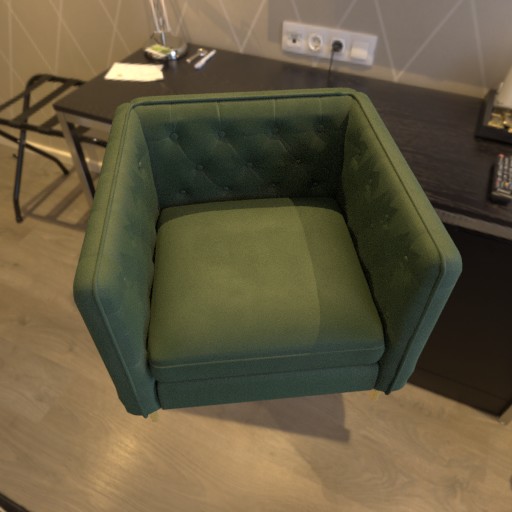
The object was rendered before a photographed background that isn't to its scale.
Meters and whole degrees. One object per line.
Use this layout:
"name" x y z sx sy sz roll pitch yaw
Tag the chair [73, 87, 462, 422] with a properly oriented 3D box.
"chair" 0.000 0.000 1.503 0.917 0.768 0.855 -4 46 -4
